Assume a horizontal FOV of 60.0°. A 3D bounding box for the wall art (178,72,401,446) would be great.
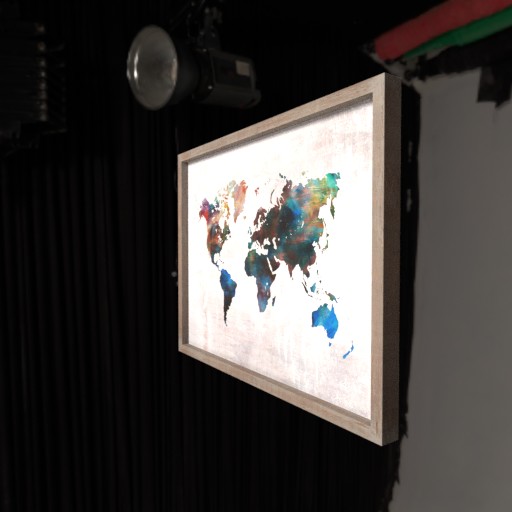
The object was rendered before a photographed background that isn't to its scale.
[{"bbox_3d":[0.000,0.000,1.761,0.070,1.009,1.320,-1,2,-34],"label":"wall art"}]
